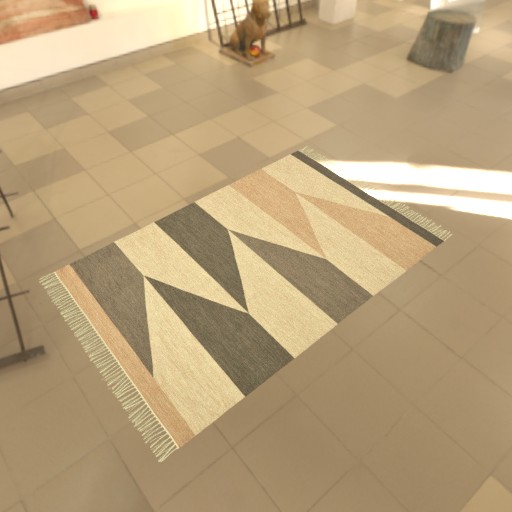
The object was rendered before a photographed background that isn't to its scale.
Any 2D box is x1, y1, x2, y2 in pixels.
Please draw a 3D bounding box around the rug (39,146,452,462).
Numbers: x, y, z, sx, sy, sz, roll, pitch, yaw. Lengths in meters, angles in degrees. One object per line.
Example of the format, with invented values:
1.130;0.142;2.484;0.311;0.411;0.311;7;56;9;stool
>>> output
0.000;0.000;2.482;2.021;0.027;1.224;-31;54;-26;rug
